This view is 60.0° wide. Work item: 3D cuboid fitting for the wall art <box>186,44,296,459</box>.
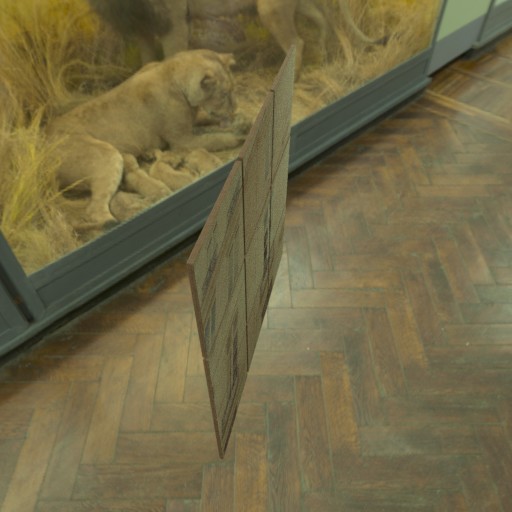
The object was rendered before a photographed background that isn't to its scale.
[{"bbox_3d":[0.000,0.000,1.815,0.024,1.218,1.221,10,48,10],"label":"wall art"}]
